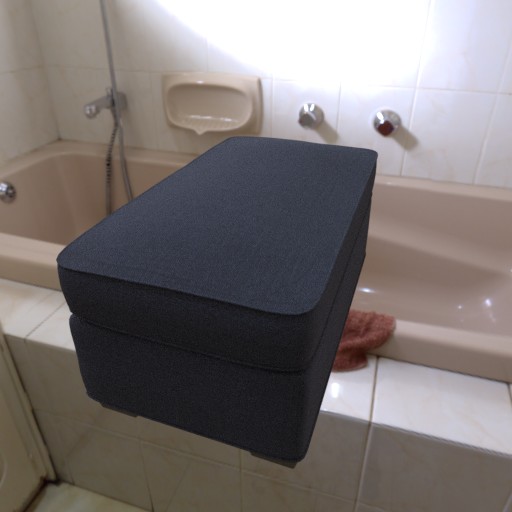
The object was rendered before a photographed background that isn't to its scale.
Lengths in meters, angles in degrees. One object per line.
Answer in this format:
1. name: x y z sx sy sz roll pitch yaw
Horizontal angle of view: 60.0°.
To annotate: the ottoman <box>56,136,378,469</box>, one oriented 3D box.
1. ottoman: 0.000 0.000 1.172 0.505 0.453 0.895 10 32 17
